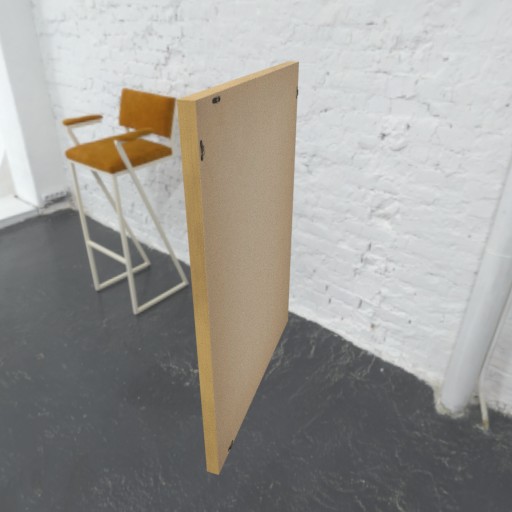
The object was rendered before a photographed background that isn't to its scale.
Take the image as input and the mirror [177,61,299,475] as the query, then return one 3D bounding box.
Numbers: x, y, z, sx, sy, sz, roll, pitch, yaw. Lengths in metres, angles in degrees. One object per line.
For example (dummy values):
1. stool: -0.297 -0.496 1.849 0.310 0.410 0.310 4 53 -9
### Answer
1. mirror: 0.000 0.000 1.336 0.041 1.016 0.762 9 30 16
